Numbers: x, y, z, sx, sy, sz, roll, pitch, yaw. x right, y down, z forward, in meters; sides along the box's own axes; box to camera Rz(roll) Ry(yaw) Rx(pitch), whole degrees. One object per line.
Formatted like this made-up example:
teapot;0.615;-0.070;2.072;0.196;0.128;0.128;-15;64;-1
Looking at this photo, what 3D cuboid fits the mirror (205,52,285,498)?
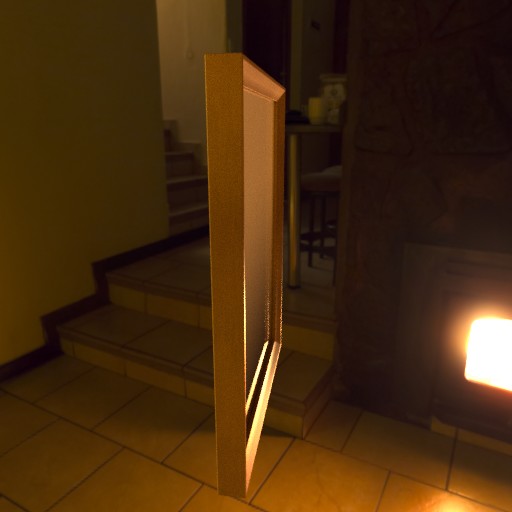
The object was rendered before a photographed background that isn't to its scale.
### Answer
mirror;0.000;0.000;0.674;0.041;0.509;0.406;3;17;9
